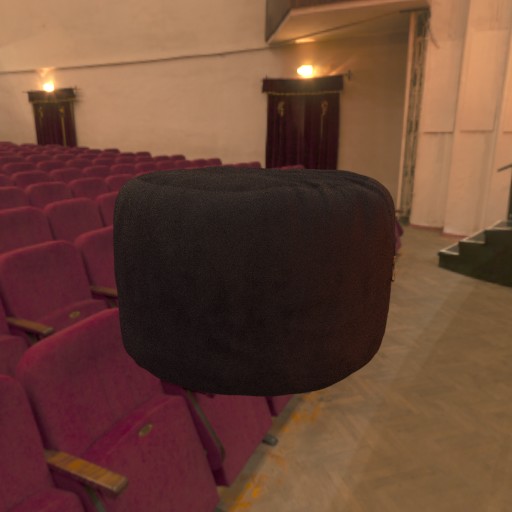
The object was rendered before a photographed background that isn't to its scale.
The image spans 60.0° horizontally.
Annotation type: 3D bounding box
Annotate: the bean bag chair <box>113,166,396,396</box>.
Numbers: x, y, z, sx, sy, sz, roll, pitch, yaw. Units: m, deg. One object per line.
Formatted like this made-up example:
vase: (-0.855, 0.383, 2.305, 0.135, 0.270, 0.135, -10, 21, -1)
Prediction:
bean bag chair: (0.000, 0.000, 1.997, 1.219, 0.762, 1.219, 0, 15, 0)
